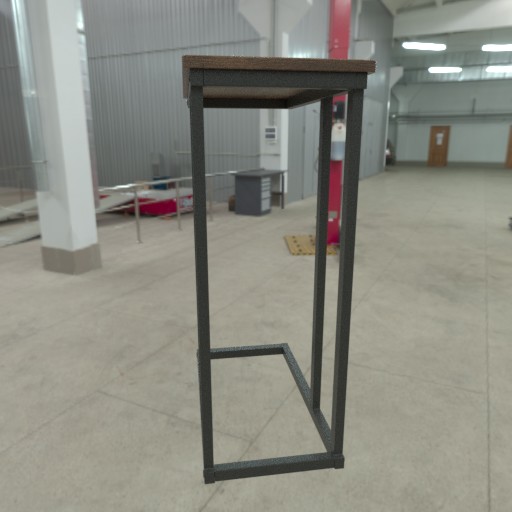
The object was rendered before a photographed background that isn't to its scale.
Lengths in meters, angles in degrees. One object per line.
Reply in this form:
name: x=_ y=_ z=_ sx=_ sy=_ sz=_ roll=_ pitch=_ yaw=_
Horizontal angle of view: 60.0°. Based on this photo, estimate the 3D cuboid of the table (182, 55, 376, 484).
table: x=0.000 y=0.000 z=0.856 sx=0.254 sy=0.637 sz=0.450 roll=-2 pitch=15 yaw=-9
